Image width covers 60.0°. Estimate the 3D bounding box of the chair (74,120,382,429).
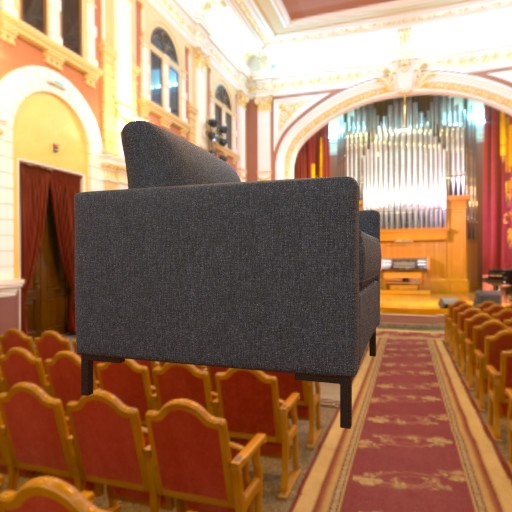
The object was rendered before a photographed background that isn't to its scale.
[{"bbox_3d":[0.000,0.000,1.645,0.866,0.861,0.963,0,0,19],"label":"chair"}]
